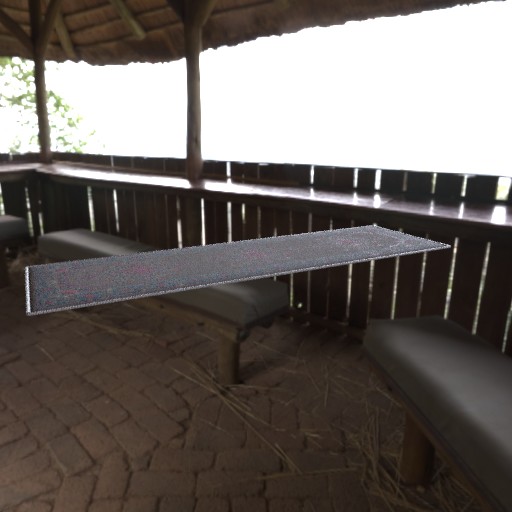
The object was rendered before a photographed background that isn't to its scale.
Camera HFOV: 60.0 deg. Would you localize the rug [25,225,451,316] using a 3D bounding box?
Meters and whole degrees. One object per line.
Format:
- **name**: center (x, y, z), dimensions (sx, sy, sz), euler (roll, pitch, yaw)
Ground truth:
- **rug**: center (0.000, 0.000, 1.963), dimensions (1.827, 0.012, 0.553), euler (-8, 17, -26)
